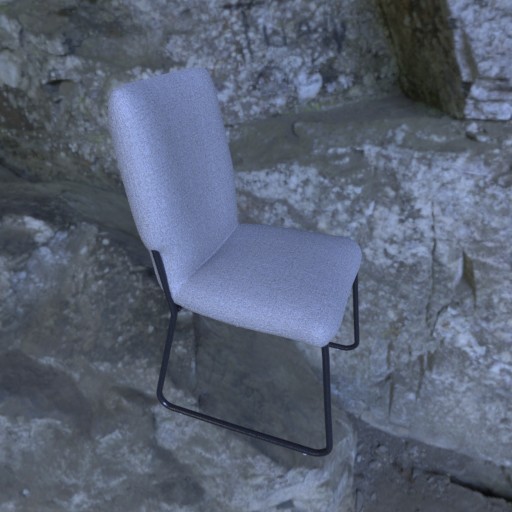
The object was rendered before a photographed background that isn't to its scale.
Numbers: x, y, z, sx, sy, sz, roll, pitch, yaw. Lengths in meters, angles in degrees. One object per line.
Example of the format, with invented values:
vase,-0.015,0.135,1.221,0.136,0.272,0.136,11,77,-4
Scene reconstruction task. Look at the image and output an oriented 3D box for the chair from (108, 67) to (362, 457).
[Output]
chair,0.000,0.000,1.163,0.560,0.864,0.448,11,32,18
